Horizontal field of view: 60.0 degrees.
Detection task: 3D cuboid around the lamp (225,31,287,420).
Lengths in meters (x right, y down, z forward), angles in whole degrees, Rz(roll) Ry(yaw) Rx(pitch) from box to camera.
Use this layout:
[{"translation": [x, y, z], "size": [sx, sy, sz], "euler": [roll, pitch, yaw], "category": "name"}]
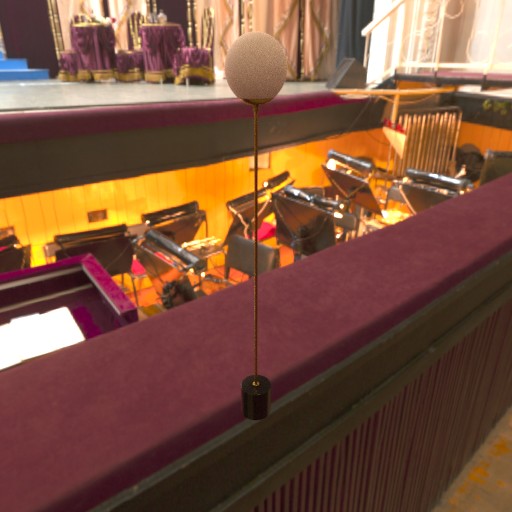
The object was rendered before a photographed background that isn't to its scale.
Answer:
[{"translation": [0.000, 0.000, 1.931], "size": [0.229, 1.748, 0.229], "euler": [-18, 30, -34], "category": "lamp"}]
